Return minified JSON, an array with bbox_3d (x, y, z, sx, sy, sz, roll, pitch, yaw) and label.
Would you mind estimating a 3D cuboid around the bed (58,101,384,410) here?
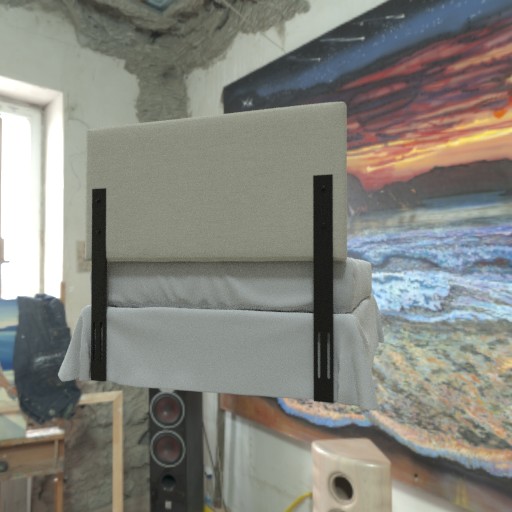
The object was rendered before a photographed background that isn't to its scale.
[{"bbox_3d":[0.000,0.000,3.507,1.936,1.577,2.222,0,-1,18],"label":"bed"}]
